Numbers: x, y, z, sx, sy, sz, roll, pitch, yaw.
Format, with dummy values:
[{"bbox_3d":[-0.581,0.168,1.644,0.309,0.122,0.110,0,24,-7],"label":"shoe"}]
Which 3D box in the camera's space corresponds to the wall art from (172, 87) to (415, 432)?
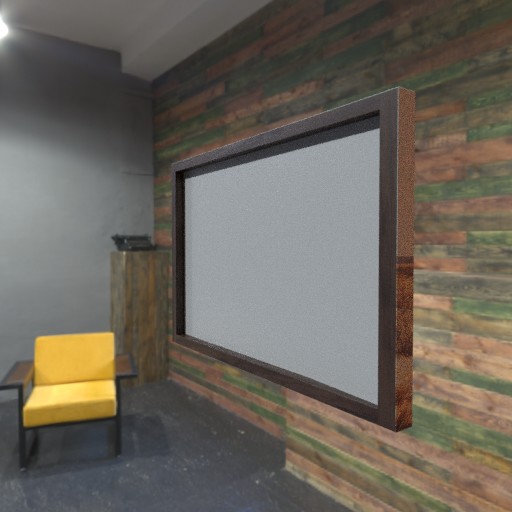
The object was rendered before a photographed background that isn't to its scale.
[{"bbox_3d":[0.000,0.000,1.164,0.050,0.610,0.914,-1,2,-36],"label":"wall art"}]
